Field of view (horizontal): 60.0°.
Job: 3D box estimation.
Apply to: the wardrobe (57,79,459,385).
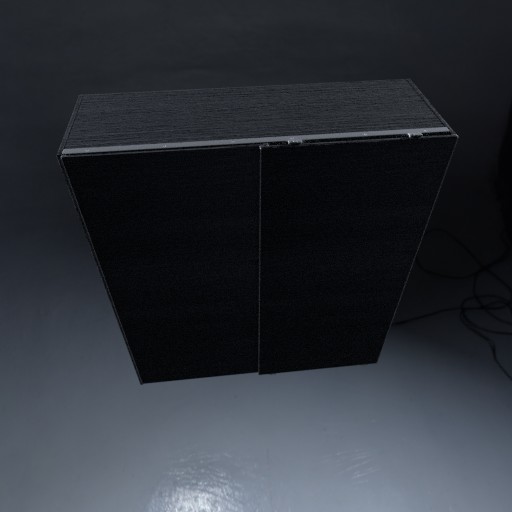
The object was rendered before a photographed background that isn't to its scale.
[{"bbox_3d":[0.000,0.000,2.848,1.780,1.960,0.629,-5,45,-5],"label":"wardrobe"}]
